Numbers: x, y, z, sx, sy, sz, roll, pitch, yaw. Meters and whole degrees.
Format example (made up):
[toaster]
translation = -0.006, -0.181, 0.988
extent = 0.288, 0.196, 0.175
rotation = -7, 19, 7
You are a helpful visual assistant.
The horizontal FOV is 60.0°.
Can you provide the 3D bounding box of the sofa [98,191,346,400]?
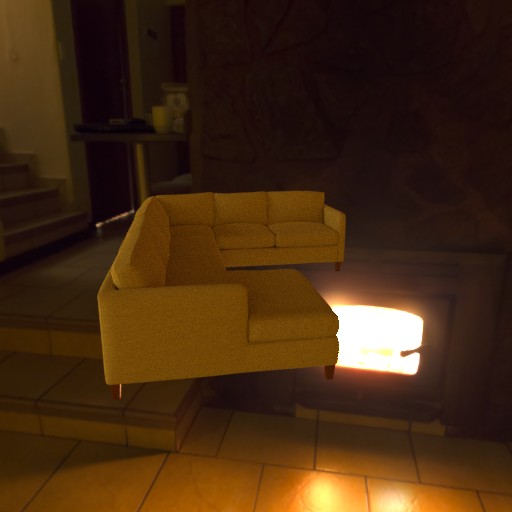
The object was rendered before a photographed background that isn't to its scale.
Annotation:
[sofa]
translation = 0.000, 0.000, 4.587
extent = 2.594, 0.961, 3.460
rotation = -3, 15, -9
